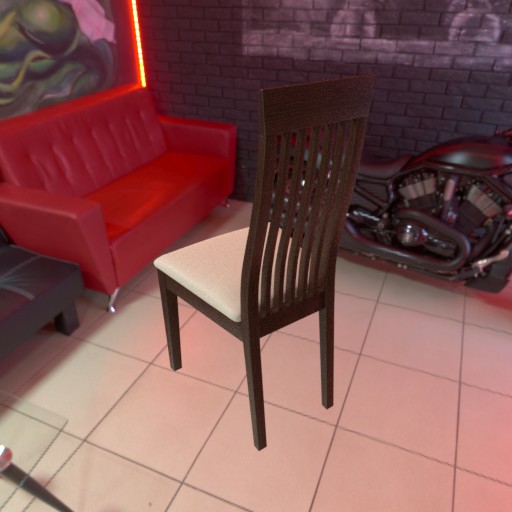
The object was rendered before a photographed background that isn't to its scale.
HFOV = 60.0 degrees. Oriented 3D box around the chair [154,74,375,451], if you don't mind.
[{"bbox_3d":[0.000,0.000,1.290,0.460,1.027,0.474,-20,36,-29],"label":"chair"}]
